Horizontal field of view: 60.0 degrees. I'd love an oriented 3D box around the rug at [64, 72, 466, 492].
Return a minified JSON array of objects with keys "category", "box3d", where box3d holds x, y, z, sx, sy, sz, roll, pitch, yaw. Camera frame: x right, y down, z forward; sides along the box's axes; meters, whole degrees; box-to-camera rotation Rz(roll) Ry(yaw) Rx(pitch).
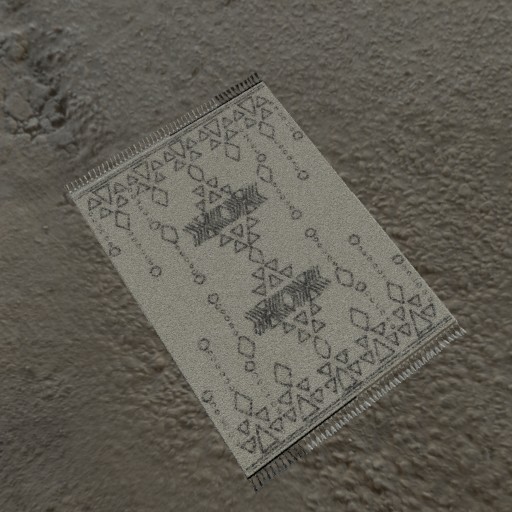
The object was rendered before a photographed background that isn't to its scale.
[{"category":"rug","box3d":[0.000,0.000,2.902,1.600,0.013,2.312,-34,77,-9]}]
